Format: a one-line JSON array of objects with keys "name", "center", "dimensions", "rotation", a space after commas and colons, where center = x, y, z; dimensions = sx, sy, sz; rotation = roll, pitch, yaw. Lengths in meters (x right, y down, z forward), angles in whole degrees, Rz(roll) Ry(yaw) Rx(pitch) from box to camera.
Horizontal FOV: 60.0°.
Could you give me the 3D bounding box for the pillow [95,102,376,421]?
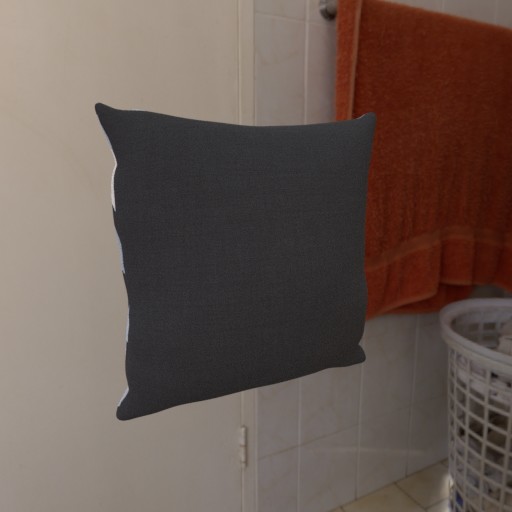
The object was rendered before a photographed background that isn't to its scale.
[{"name": "pillow", "center": [0.000, 0.000, 0.772], "dimensions": [0.503, 0.496, 0.208], "rotation": [-6, 14, -25]}]
